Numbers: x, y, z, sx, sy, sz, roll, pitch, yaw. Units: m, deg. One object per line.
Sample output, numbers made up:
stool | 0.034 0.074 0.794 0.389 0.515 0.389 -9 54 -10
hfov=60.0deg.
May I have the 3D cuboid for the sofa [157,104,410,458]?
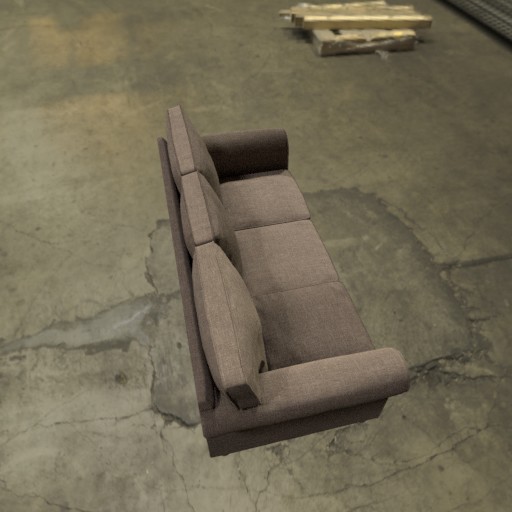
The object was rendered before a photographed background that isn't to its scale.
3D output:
sofa | 0.000 0.000 2.609 0.916 0.961 2.084 -10 48 -9
